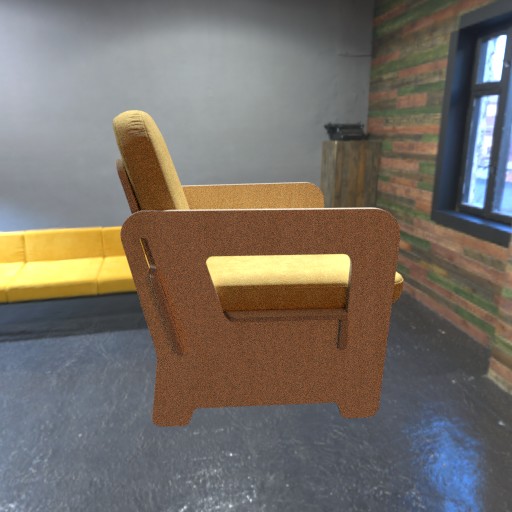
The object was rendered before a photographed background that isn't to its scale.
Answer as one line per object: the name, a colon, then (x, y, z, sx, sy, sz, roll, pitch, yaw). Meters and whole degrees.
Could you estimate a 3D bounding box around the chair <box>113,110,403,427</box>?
chair: (0.000, 0.000, 1.300, 0.710, 0.800, 0.590, -3, 16, -9)
